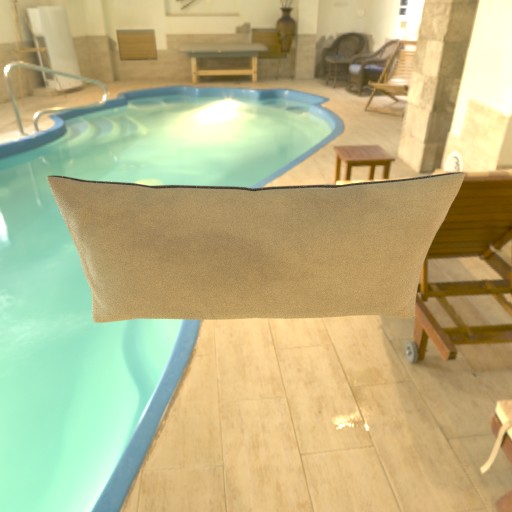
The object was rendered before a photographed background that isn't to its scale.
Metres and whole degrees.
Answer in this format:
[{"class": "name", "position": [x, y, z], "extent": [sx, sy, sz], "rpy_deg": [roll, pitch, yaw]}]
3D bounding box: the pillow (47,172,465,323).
[{"class": "pillow", "position": [0.000, 0.000, 0.741], "extent": [0.608, 0.305, 0.156], "rpy_deg": [-1, 30, -1]}]
